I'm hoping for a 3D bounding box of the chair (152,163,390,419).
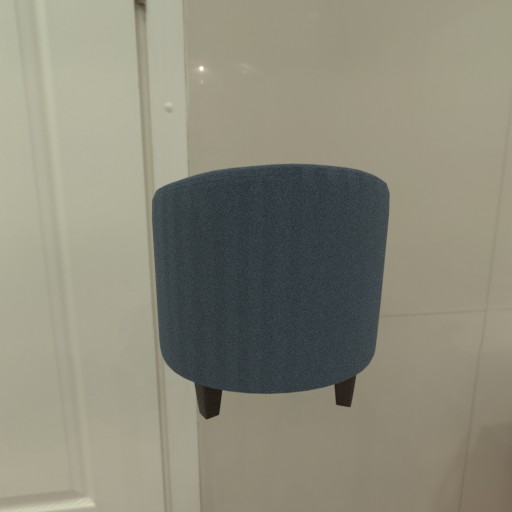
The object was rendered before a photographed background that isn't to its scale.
[{"bbox_3d":[0.000,0.000,1.765,0.756,0.757,1.288,-2,14,-8],"label":"chair"}]
